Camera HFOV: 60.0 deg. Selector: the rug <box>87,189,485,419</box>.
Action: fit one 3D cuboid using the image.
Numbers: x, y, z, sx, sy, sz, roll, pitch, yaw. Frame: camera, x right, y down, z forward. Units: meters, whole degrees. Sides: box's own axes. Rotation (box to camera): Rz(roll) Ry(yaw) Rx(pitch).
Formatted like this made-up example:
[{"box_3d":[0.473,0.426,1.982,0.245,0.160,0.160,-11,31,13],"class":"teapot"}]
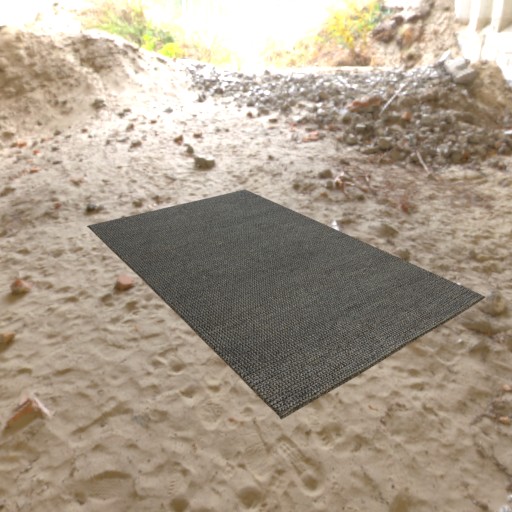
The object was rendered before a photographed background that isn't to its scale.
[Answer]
[{"box_3d":[0.000,0.000,3.045,1.538,0.021,2.443,-18,32,-32],"class":"rug"}]
